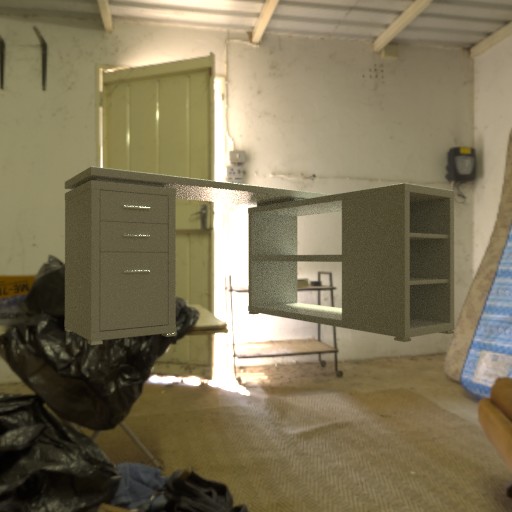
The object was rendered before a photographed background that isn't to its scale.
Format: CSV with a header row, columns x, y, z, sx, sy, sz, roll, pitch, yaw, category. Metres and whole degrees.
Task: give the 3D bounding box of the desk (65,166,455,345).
x,y,z,sx,sy,sz,roll,pitch,yaw,category
0.000,0.000,2.203,1.524,0.753,1.200,0,0,-36,desk
